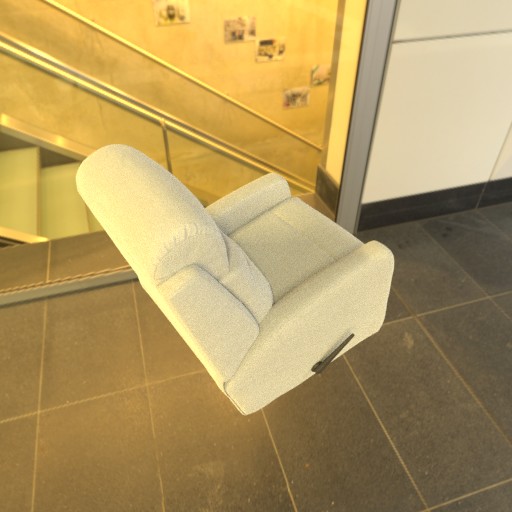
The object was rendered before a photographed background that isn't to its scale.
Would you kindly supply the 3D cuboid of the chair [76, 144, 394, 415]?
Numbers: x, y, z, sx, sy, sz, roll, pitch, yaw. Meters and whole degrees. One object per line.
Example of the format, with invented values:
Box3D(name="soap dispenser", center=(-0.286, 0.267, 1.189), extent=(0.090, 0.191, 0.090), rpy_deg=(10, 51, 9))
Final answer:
Box3D(name="chair", center=(0.000, 0.000, 1.764), extent=(1.043, 1.013, 0.798), rpy_deg=(-26, 48, -27))
